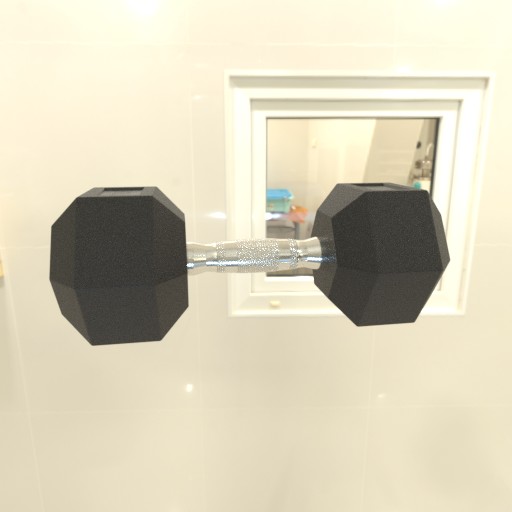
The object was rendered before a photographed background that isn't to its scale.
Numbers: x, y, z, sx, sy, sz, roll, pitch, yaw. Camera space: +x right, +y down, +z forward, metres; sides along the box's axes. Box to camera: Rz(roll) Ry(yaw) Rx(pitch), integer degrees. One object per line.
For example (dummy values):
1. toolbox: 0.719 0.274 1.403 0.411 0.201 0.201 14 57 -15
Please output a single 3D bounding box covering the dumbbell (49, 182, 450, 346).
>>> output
1. dumbbell: 0.000 0.000 0.408 0.337 0.123 0.142 -2 15 -9
